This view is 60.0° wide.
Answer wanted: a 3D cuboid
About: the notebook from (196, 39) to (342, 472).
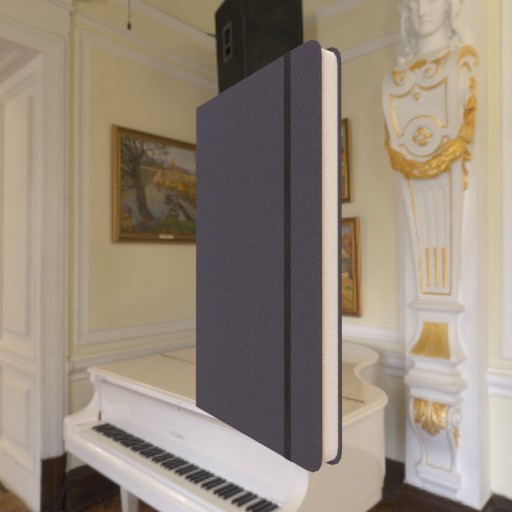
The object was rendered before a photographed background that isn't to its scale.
[{"bbox_3d":[0.000,0.000,0.267,0.016,0.213,0.127,0,-1,-35],"label":"notebook"}]
